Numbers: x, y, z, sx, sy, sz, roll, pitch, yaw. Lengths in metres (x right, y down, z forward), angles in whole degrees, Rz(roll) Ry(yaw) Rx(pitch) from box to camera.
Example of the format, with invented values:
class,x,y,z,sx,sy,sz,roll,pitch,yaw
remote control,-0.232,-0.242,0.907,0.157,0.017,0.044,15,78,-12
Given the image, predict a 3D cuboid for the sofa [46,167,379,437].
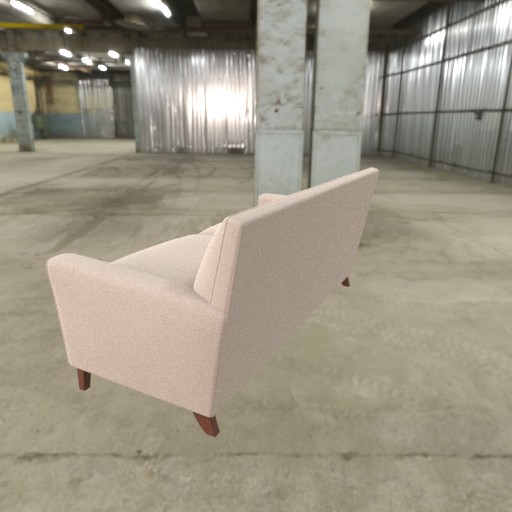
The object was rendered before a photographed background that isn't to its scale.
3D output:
class,x,y,z,sx,sy,sz,roll,pitch,yaw
sofa,0.000,0.000,2.439,0.875,0.846,2.000,8,18,26
